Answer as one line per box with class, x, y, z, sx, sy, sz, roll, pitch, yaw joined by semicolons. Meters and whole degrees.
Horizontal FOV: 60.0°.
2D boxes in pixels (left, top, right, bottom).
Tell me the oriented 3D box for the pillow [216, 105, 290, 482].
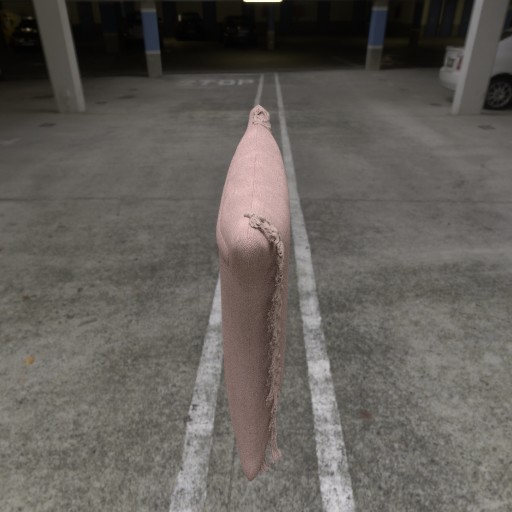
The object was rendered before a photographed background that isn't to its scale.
pillow;0.000;0.000;0.601;0.084;0.305;0.466;1;31;1
